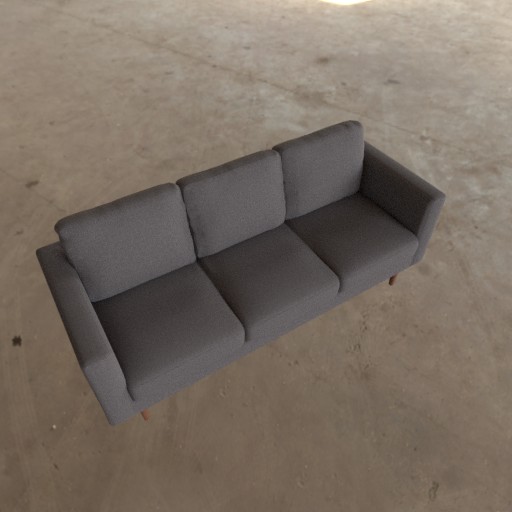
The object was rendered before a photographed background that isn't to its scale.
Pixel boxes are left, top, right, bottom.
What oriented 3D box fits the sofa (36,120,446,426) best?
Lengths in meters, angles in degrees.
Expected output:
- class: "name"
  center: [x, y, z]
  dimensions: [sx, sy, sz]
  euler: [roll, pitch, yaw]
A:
- class: "sofa"
  center: [0.000, 0.000, 2.444]
  dimensions: [2.029, 0.912, 0.802]
  euler: [-24, 50, -22]
